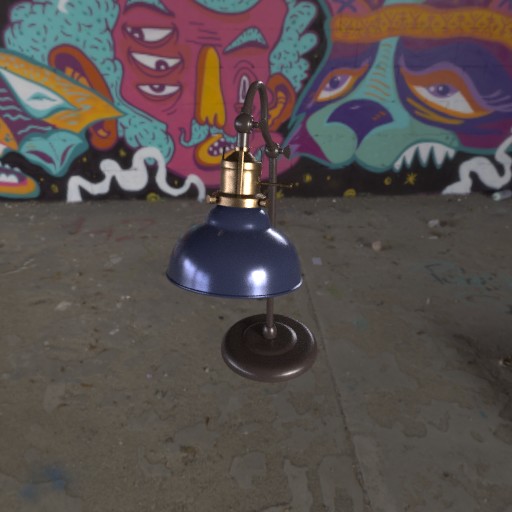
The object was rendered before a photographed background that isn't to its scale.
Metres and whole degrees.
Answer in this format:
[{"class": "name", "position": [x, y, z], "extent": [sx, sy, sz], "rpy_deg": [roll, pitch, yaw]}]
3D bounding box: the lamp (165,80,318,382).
[{"class": "lamp", "position": [0.000, 0.000, 0.687], "extent": [0.192, 0.508, 0.374], "rpy_deg": [8, 29, 15]}]
